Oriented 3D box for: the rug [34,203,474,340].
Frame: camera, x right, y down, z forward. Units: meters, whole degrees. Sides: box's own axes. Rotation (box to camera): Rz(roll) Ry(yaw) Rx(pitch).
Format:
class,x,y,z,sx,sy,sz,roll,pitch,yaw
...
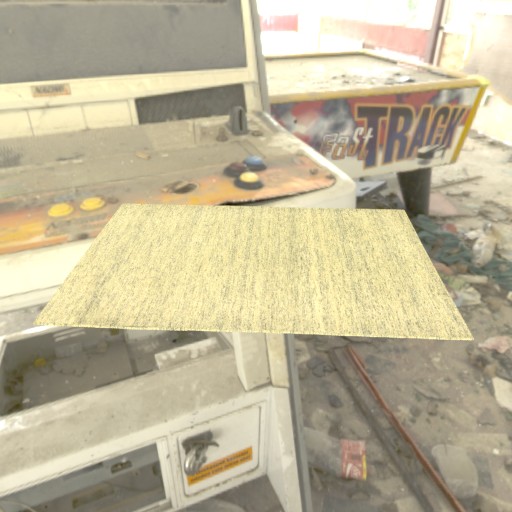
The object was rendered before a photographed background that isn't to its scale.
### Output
class,x,y,z,sx,sy,sz,roll,pitch,yaw
rug,0.000,0.000,2.905,2.263,0.017,1.523,2,31,3
